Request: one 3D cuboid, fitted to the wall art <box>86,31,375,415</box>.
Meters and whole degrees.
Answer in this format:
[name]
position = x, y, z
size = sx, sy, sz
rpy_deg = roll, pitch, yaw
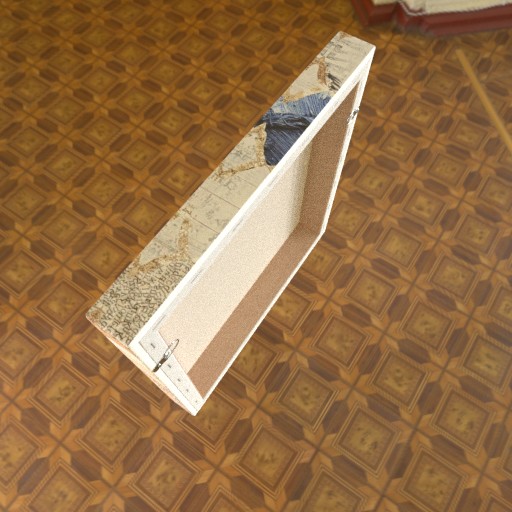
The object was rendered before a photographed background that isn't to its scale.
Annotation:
[wall art]
position = 0.000, 0.000, 0.445
size = 0.036, 0.304, 0.303
rpy_deg = 31, 67, 15
